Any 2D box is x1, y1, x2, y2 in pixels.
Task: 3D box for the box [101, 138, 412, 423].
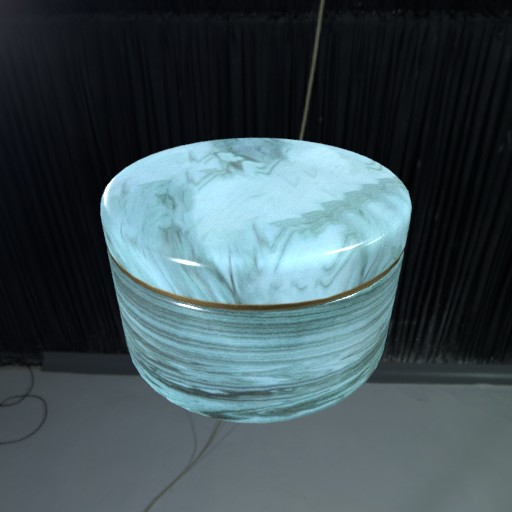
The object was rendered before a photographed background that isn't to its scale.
[{"bbox_3d":[0.000,0.000,0.164,0.101,0.063,0.101,0,32,0],"label":"box"}]
